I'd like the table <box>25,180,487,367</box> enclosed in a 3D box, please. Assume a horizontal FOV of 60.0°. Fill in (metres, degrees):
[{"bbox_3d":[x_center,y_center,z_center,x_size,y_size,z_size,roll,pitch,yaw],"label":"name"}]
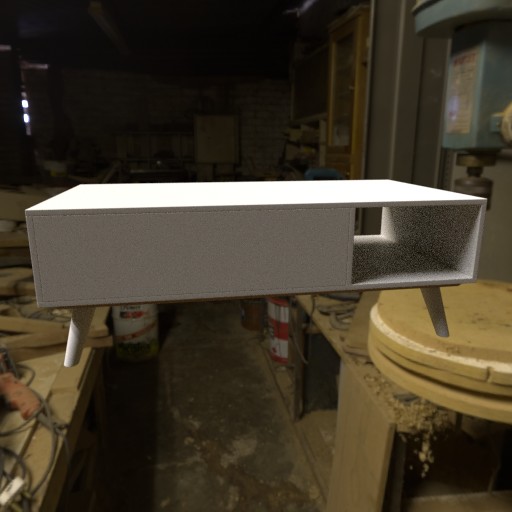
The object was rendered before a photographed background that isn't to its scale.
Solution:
[{"bbox_3d":[0.000,0.000,1.473,1.194,0.432,0.609,-2,15,-9],"label":"table"}]
